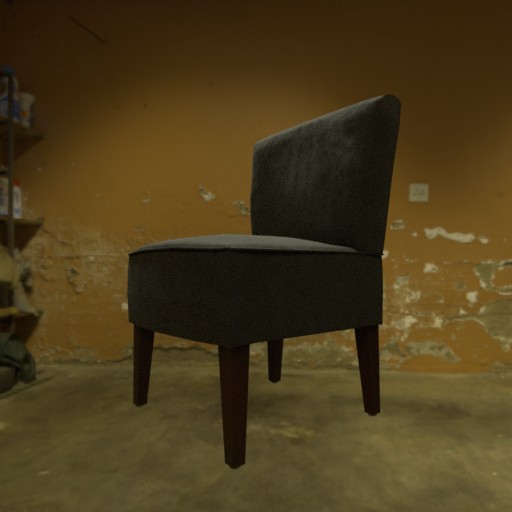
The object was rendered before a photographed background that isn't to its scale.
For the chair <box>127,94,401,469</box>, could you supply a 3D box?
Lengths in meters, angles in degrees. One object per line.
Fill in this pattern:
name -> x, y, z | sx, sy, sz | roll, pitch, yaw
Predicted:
chair -> 0.000, 0.000, 1.148 | 0.554, 0.806, 0.521 | 1, -2, -37
